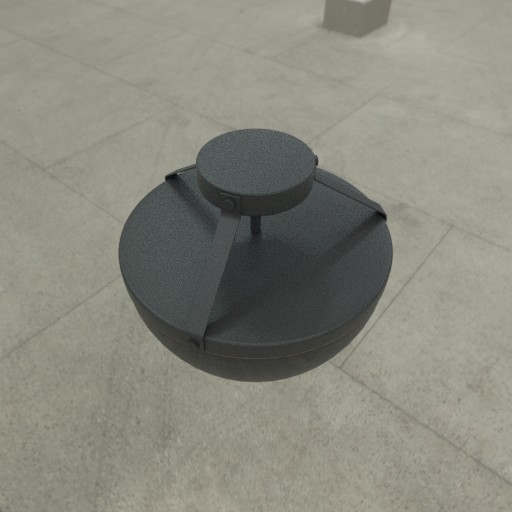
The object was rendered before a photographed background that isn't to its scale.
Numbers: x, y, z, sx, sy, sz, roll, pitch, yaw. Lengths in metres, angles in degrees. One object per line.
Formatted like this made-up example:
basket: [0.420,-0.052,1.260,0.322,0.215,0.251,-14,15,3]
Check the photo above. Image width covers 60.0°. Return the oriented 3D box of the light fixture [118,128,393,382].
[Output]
light fixture: [0.000,0.000,0.526,0.304,0.269,0.304,0,45,0]
